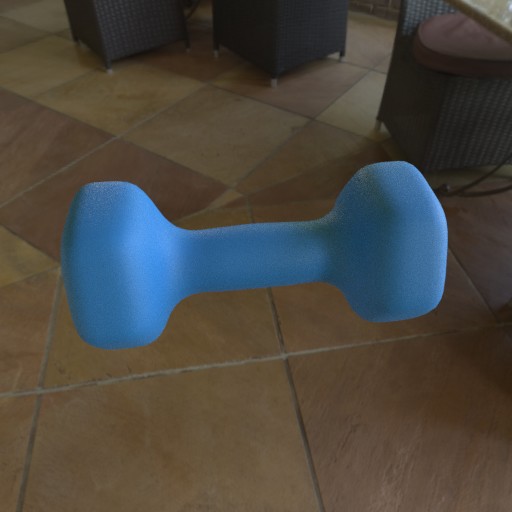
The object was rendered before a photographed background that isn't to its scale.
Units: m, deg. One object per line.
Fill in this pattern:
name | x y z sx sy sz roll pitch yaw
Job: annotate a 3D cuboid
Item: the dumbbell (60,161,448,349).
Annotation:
dumbbell | 0.000 0.000 0.192 0.152 0.066 0.074 -4 46 -4
